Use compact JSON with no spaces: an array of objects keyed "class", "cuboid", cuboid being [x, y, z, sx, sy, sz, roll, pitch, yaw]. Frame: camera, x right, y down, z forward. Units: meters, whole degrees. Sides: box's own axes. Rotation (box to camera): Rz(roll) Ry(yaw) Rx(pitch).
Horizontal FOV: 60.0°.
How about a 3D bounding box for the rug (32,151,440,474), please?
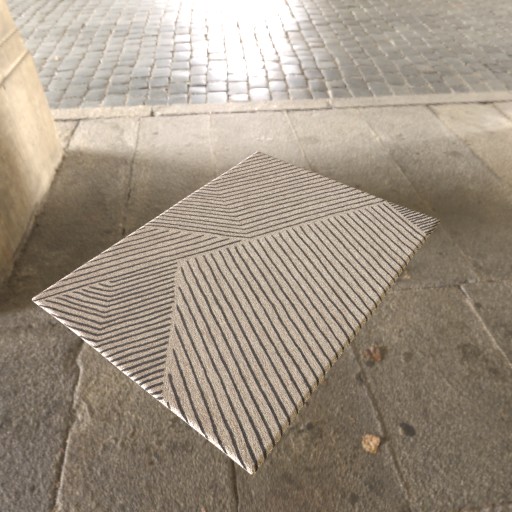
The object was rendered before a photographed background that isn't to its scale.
[{"class":"rug","cuboid":[0.000,0.000,3.200,1.829,0.028,2.449,27,49,27]}]
